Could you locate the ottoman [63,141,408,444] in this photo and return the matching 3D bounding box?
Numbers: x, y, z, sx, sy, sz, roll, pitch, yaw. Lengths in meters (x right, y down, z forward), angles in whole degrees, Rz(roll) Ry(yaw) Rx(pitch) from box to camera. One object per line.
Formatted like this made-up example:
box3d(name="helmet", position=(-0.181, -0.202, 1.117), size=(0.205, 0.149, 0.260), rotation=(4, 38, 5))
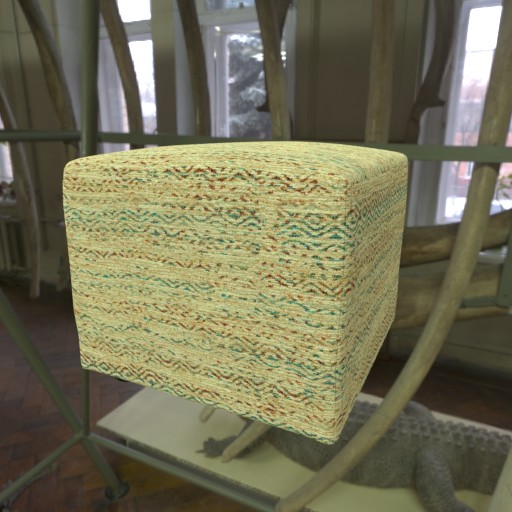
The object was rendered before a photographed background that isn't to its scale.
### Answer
box3d(name="ottoman", position=(0.000, 0.000, 0.912), size=(0.512, 0.453, 0.521), rotation=(8, 18, 25))
